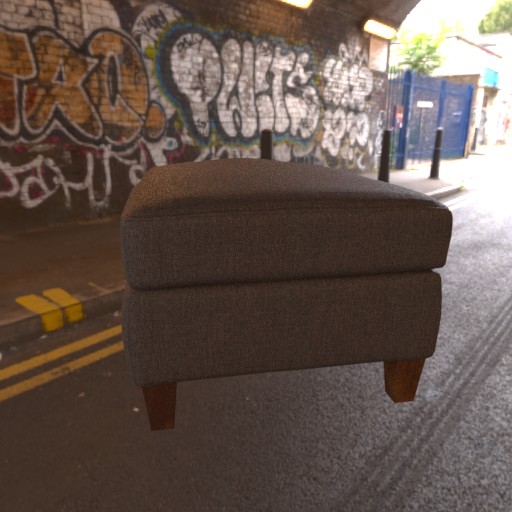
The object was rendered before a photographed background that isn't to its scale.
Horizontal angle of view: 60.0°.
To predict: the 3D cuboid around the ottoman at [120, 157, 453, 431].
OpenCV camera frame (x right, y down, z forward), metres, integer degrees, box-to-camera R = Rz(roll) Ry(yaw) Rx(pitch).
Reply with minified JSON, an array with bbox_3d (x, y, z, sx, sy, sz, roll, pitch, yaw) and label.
[{"bbox_3d":[0.000,0.000,1.205,0.639,0.496,0.826,-3,17,-10],"label":"ottoman"}]
